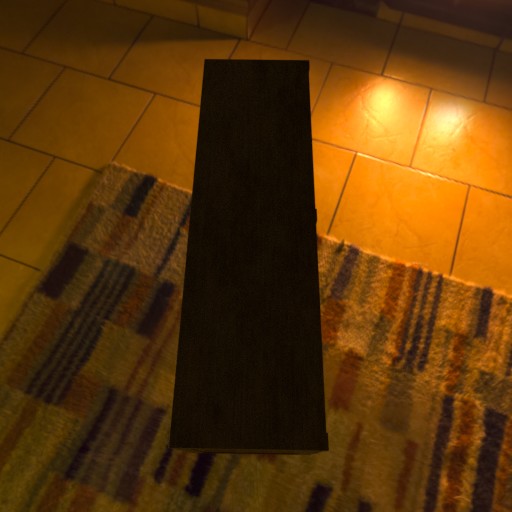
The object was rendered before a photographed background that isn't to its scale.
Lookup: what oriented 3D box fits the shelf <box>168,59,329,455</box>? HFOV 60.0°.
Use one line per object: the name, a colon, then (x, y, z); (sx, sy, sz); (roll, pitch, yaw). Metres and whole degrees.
shelf: (0.000, 0.000, 1.938); (0.479, 0.719, 1.575); (1, 65, 0)
